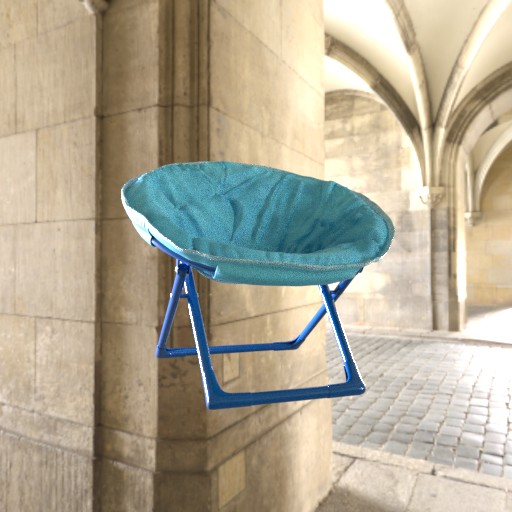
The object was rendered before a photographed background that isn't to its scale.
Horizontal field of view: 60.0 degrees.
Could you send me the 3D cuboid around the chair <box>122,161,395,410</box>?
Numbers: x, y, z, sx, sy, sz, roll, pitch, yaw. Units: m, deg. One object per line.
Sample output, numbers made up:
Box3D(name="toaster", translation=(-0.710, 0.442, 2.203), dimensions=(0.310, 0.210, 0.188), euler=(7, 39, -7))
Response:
Box3D(name="chair", translation=(0.000, 0.000, 0.895), dimensions=(0.520, 0.478, 0.465), euler=(0, -1, -17))
